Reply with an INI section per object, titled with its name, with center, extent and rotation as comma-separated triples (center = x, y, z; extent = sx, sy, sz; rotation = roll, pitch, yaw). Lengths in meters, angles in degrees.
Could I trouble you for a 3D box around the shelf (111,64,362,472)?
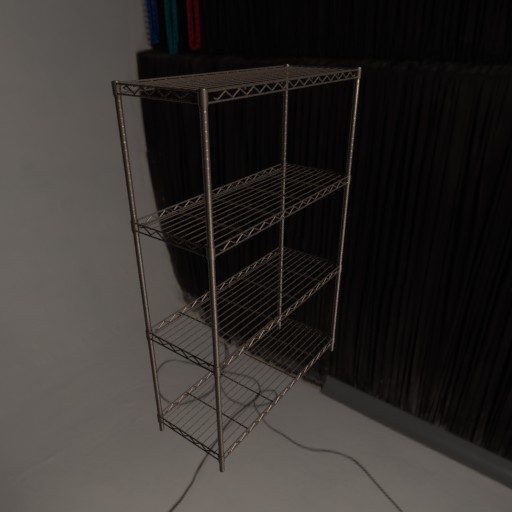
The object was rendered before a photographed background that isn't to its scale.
[shelf]
center = 0.000, 0.000, 1.777
extent = 0.352, 1.361, 0.907
rotation = 18, 32, 32
